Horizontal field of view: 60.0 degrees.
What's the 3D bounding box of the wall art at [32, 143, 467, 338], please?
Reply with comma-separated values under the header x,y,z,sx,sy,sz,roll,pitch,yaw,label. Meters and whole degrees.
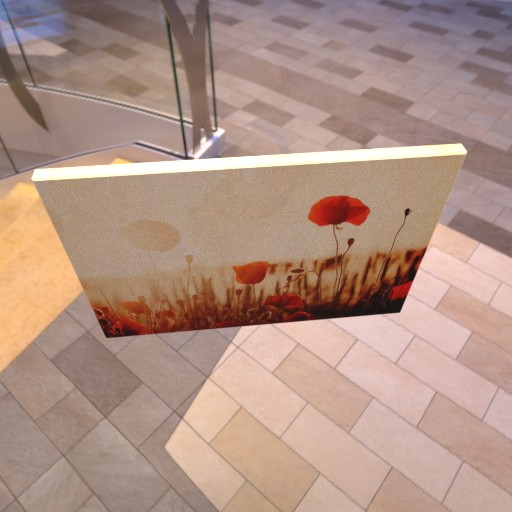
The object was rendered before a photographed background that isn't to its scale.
x,y,z,sx,sy,sz,roll,pitch,yaw,label
0.000,0.000,1.161,0.918,0.602,0.038,-4,48,-4,wall art
